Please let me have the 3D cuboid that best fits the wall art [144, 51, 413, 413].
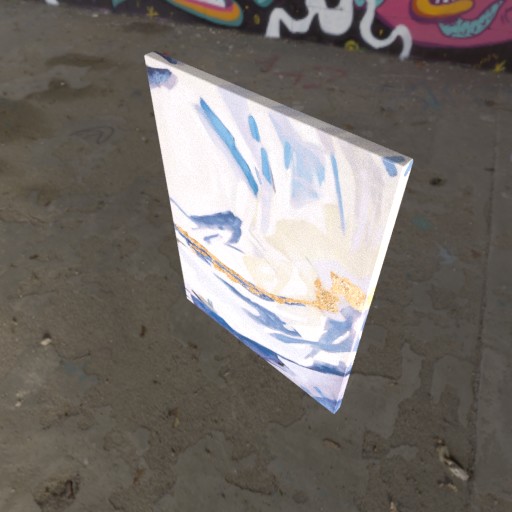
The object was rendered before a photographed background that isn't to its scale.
[{"bbox_3d":[0.000,0.000,1.355,0.761,1.015,0.038,33,54,28],"label":"wall art"}]
